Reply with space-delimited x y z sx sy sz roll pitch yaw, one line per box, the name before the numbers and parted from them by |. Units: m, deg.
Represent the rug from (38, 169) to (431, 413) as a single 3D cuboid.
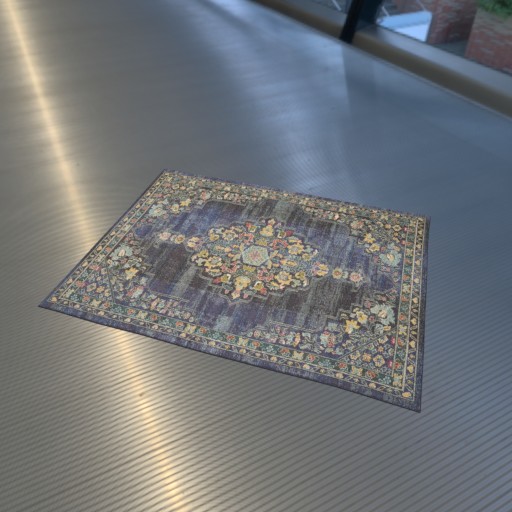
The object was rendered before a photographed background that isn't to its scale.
rug | 0.000 0.000 4.866 3.612 0.035 2.716 12 43 13
